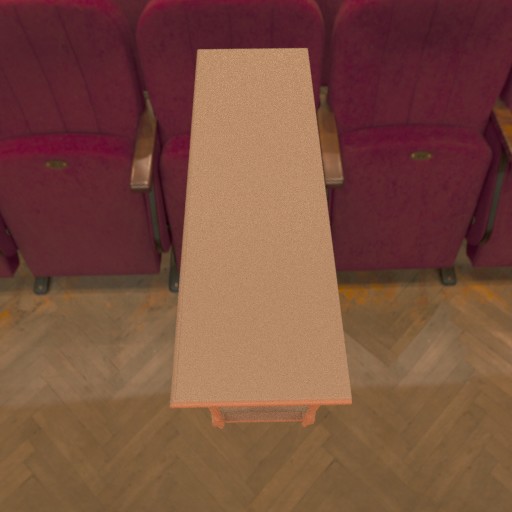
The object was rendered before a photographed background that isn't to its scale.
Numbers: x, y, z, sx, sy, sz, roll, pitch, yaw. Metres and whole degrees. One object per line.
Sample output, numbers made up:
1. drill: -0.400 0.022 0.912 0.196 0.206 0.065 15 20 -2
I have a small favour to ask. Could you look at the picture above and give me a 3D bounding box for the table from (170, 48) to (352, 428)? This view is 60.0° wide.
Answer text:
1. table: 0.000 0.000 1.574 0.384 0.808 1.197 -1 59 -1
